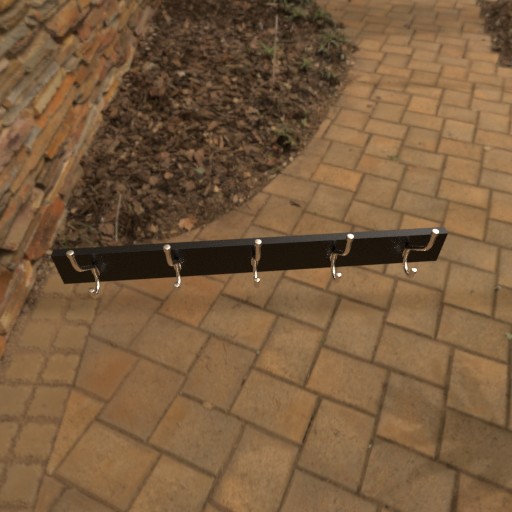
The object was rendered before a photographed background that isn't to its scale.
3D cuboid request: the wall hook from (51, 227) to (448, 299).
[{"bbox_3d":[0.000,0.000,0.622,0.571,0.117,0.071,-3,46,-3],"label":"wall hook"}]
